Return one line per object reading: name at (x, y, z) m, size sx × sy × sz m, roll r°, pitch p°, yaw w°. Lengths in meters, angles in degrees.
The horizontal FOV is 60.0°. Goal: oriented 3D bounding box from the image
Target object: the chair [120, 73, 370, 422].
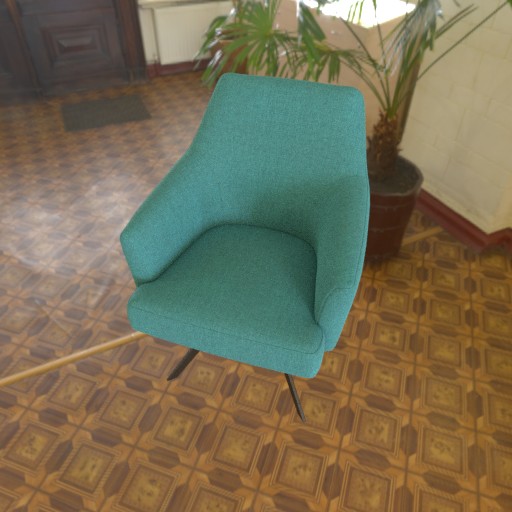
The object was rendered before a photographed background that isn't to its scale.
chair at (0.000, 0.000, 1.366) m, size 0.642 × 0.874 × 0.677 m, roll 12°, pitch 42°, yaw 14°
